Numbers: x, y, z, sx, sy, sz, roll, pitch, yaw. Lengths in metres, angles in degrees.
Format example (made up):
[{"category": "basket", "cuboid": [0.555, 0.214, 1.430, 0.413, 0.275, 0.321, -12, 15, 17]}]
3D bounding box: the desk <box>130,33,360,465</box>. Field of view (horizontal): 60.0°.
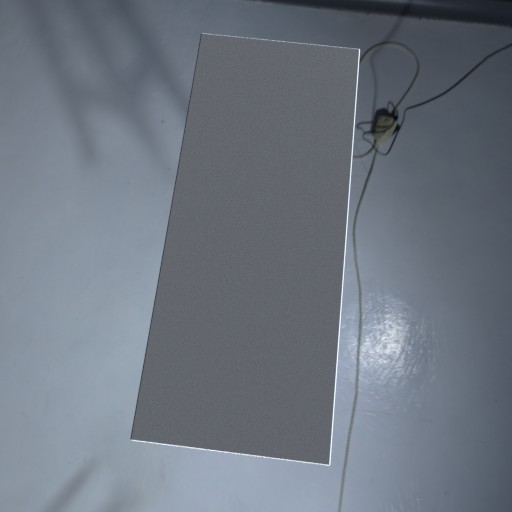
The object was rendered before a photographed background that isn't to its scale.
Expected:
[{"category": "desk", "cuboid": [0.000, 0.000, 1.597, 0.504, 0.762, 1.191, 7, 76, 2]}]
